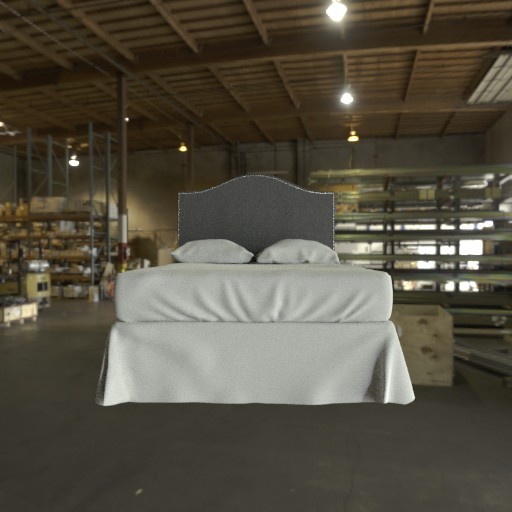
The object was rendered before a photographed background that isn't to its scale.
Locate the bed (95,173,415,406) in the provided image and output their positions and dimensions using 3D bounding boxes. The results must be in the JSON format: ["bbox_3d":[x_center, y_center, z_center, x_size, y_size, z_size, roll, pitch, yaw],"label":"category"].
[{"bbox_3d":[0.000,0.000,3.491,1.876,1.645,2.221,0,0,1],"label":"bed"}]
